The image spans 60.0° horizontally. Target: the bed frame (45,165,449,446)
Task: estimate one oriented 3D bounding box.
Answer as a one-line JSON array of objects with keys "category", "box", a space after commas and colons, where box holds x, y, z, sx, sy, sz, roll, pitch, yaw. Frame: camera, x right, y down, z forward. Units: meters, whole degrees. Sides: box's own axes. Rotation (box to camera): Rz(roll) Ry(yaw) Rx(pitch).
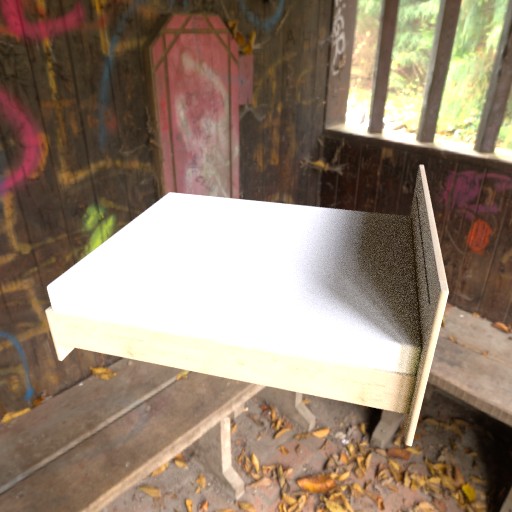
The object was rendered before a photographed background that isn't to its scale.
[{"category": "bed frame", "box": [0.000, 0.000, 2.975, 2.080, 0.900, 1.800, 7, 29, 14]}]
